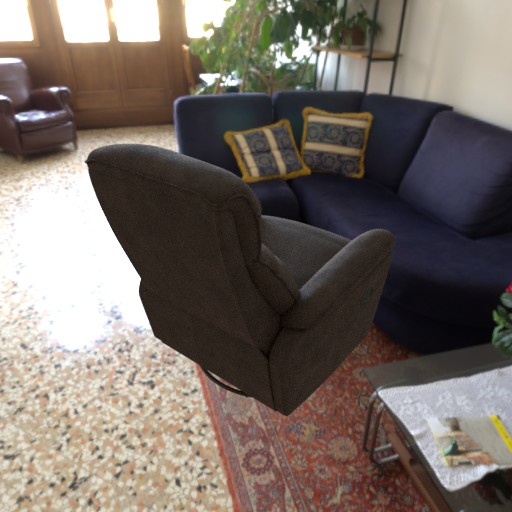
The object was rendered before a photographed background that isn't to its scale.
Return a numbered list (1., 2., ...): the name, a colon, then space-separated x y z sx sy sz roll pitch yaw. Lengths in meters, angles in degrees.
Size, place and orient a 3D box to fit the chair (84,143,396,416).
1. chair: 0.000 0.000 1.759 0.830 1.035 1.009 21 36 32
